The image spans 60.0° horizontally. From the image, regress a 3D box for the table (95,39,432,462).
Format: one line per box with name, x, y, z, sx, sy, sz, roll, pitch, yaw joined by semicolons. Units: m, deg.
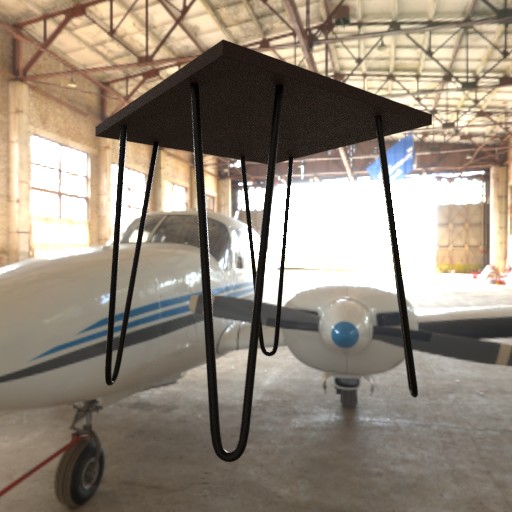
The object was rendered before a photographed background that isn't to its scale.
table;0.000;0.000;0.917;0.495;0.559;0.495;0;0;-38
